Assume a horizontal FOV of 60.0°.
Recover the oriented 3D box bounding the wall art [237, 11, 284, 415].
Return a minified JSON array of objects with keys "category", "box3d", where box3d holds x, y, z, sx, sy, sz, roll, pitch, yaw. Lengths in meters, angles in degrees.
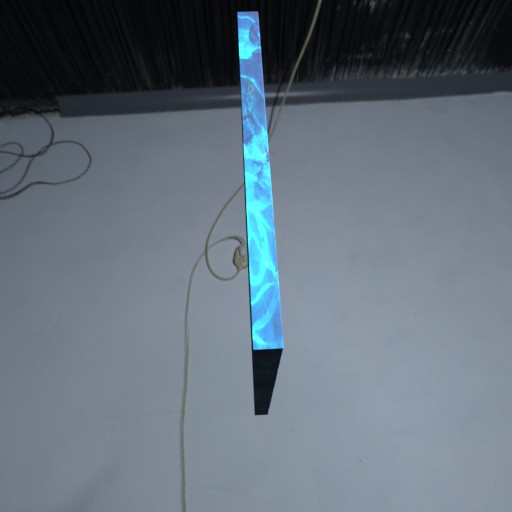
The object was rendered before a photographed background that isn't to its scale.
[{"category":"wall art","box3d":[0.000,0.000,1.007,0.038,0.760,0.609,-3,65,-1]}]
